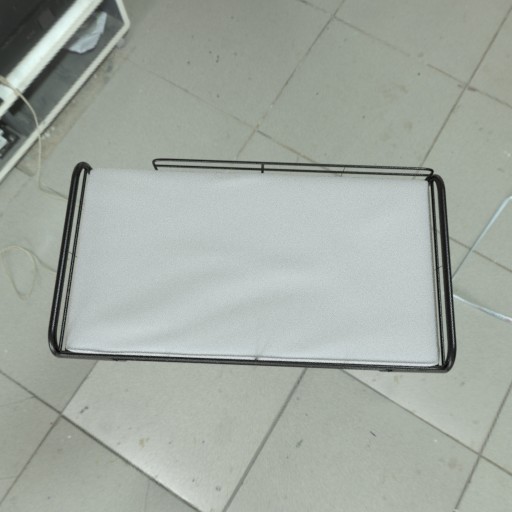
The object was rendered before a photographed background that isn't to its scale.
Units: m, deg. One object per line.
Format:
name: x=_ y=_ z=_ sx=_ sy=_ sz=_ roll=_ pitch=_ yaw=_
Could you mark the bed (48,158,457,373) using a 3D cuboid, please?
bed: x=0.000 y=0.000 z=2.878 sx=1.968 sy=1.289 sz=1.393 roll=2 pitch=76 yaw=1
